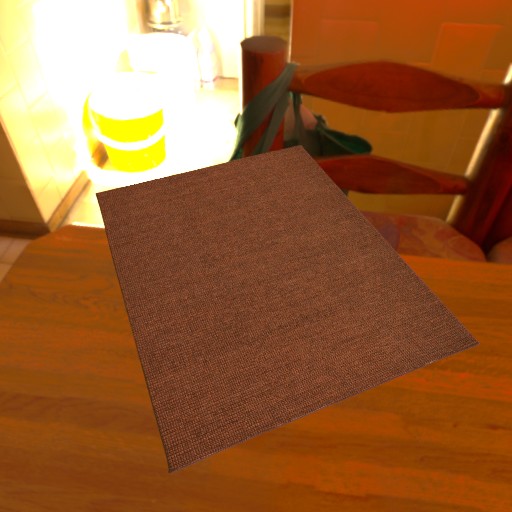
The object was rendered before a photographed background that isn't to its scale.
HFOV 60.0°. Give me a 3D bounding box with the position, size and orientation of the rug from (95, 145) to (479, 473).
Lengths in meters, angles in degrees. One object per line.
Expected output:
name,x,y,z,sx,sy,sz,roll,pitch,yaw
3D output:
rug,0.000,0.000,4.064,2.456,0.021,3.068,-17,48,-16
